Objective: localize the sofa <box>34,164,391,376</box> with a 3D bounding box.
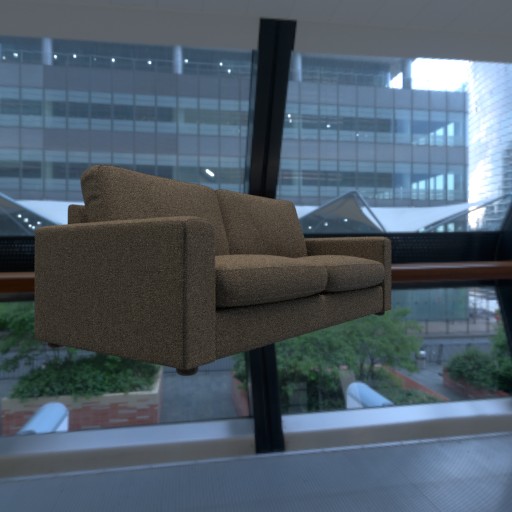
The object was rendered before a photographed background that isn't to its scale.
[{"bbox_3d":[0.000,0.000,2.669,1.016,0.873,2.179,0,0,35],"label":"sofa"}]
